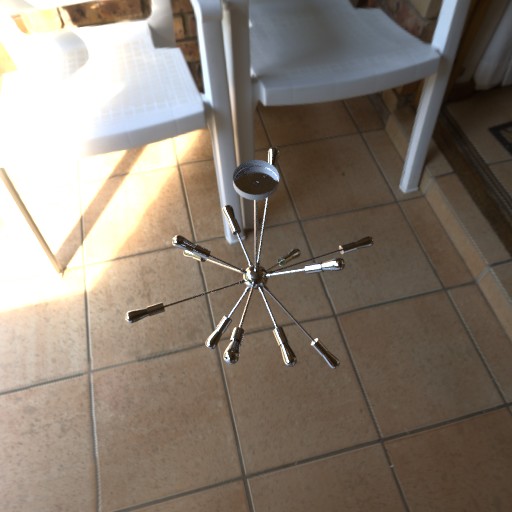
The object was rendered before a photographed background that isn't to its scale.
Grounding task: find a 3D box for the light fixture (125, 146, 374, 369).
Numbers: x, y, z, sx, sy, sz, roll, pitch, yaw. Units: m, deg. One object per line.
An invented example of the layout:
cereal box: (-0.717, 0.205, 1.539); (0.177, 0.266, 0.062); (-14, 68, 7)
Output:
light fixture: (0.000, 0.000, 1.064); (0.684, 0.558, 0.509); (-17, 60, -10)
